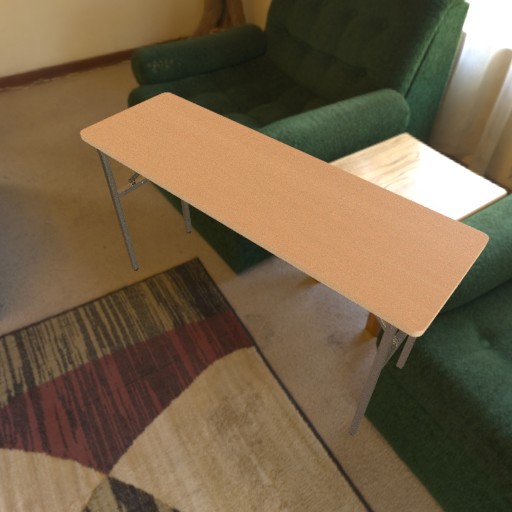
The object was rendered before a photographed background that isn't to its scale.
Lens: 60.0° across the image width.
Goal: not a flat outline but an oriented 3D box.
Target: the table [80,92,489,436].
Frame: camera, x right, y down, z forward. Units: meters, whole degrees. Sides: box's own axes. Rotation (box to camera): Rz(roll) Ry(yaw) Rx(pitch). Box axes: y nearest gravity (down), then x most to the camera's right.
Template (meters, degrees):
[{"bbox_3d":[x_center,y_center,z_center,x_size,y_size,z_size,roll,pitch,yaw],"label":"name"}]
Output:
[{"bbox_3d":[0.000,0.000,1.736,1.397,0.750,0.446,32,53,27],"label":"table"}]
